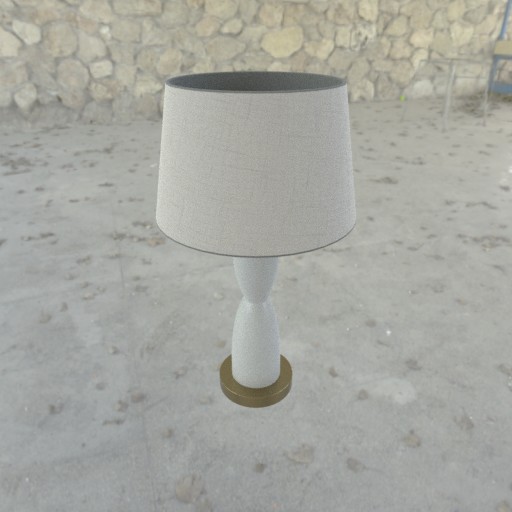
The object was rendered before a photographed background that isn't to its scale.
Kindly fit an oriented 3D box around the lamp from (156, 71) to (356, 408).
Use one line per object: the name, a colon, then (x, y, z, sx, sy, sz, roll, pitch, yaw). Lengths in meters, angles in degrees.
lamp: (0.000, 0.000, 0.733, 0.309, 0.545, 0.309, 0, 28, 0)
